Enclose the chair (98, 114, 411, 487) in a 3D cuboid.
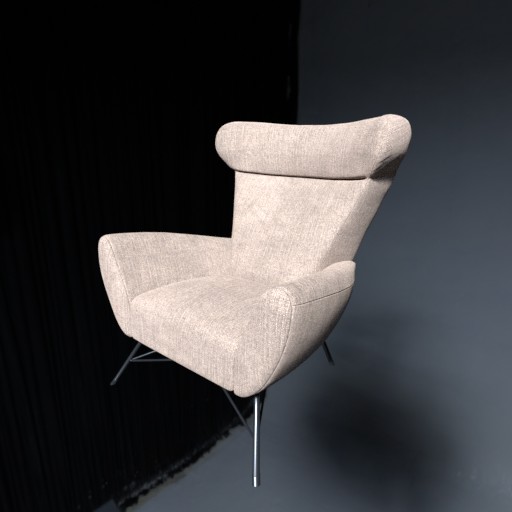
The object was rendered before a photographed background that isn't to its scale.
[{"bbox_3d":[0.000,0.000,1.720,0.980,1.040,0.900,14,20,41],"label":"chair"}]
